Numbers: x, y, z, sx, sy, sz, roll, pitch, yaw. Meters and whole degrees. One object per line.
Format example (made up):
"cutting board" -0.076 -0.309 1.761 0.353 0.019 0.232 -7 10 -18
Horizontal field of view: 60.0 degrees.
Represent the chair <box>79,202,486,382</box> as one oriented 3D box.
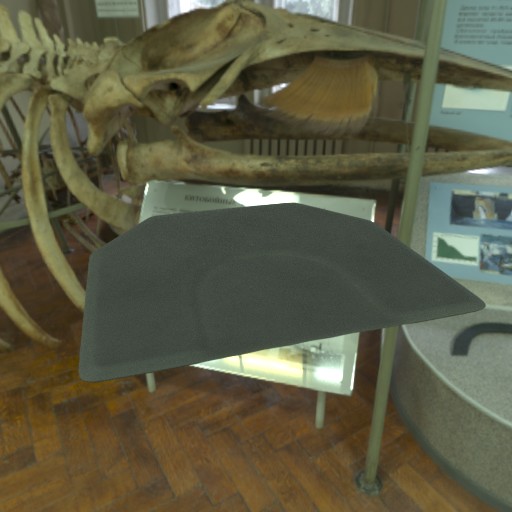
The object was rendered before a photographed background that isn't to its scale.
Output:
"chair" 0.000 0.000 1.898 1.372 0.024 1.219 -7 28 -14
